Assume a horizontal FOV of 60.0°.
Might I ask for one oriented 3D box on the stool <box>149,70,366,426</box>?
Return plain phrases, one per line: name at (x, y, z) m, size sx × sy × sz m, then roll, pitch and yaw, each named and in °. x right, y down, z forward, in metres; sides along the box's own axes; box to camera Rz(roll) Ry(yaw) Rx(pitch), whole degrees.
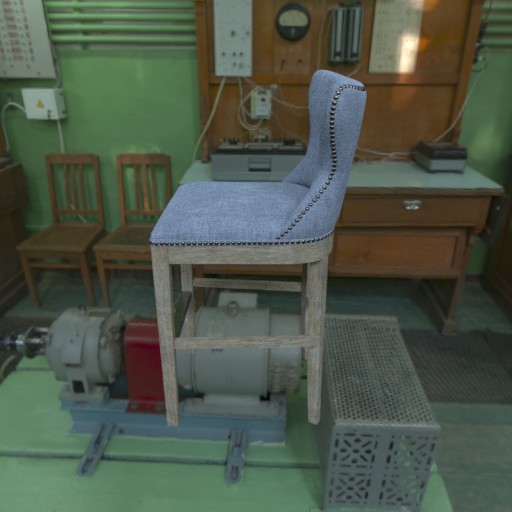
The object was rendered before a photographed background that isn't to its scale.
stool at (0.000, 0.000, 1.478) m, size 0.606 × 1.123 × 0.494 m, roll 1°, pitch 26°, yaw 1°
